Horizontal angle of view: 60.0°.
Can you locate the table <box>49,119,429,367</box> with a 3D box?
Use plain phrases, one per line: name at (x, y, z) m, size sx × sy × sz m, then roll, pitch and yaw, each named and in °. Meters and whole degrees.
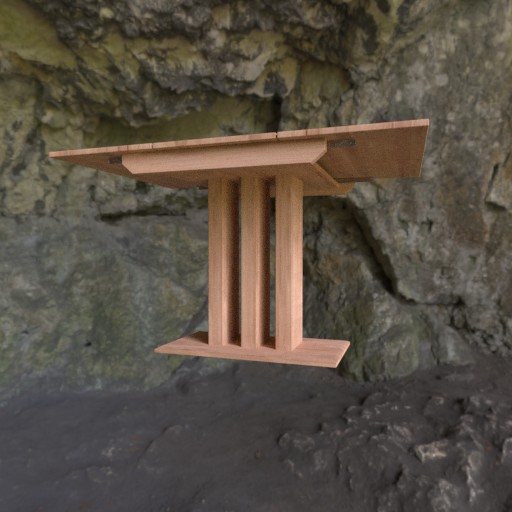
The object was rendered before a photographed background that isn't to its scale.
table at (0.000, 0.000, 1.847) m, size 1.300 × 0.770 × 0.900 m, roll 0°, pitch 1°, yaw 19°
